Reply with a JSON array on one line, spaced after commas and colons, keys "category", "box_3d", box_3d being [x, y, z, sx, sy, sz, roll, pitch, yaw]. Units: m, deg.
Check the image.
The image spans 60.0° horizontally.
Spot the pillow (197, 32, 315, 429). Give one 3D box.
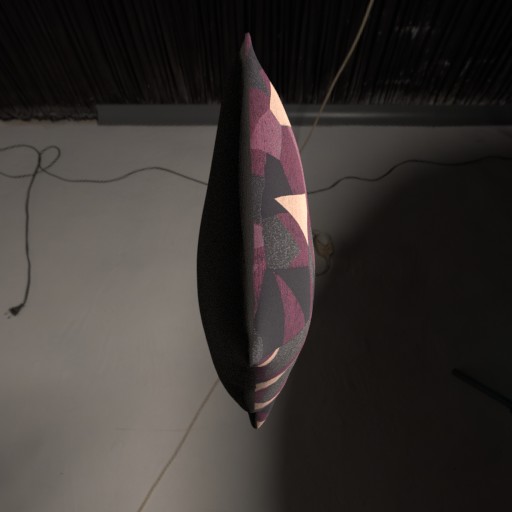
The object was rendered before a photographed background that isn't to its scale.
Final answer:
[{"category": "pillow", "box_3d": [0.000, 0.000, 0.754, 0.208, 0.496, 0.503, -1, 63, 0]}]
